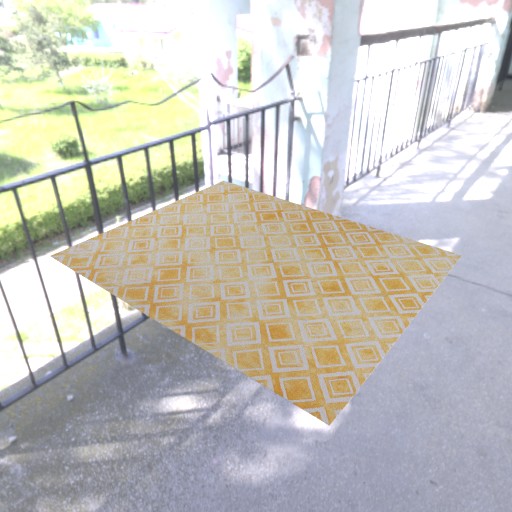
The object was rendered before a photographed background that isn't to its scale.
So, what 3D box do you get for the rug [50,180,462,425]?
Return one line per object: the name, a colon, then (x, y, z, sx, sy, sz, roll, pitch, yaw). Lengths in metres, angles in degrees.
rug: (0.000, 0.000, 4.182, 3.037, 0.011, 2.433, 23, 38, 32)
